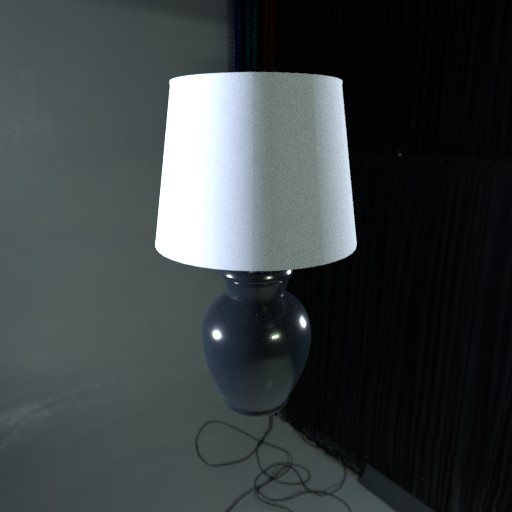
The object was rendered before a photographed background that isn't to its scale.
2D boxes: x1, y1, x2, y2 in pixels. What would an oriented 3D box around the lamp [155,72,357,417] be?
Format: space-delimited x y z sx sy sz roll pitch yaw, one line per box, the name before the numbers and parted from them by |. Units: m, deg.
lamp | 0.000 0.000 0.545 0.239 0.399 0.239 0 16 0
